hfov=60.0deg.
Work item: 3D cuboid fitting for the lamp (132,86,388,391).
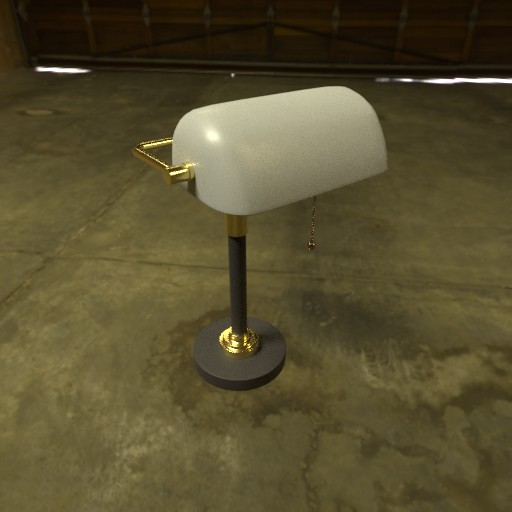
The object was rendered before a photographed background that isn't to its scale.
[{"bbox_3d":[0.000,0.000,0.563,0.269,0.404,0.227,-21,37,-31],"label":"lamp"}]
